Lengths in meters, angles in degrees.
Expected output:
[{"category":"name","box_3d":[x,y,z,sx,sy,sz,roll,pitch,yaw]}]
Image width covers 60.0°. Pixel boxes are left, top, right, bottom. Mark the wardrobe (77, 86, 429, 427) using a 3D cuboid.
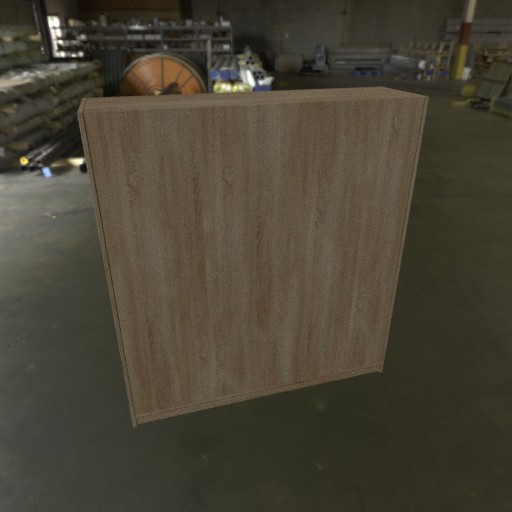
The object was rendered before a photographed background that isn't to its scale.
[{"category":"wardrobe","box_3d":[0.000,0.000,3.166,1.998,2.159,0.598,-8,28,-15]}]
